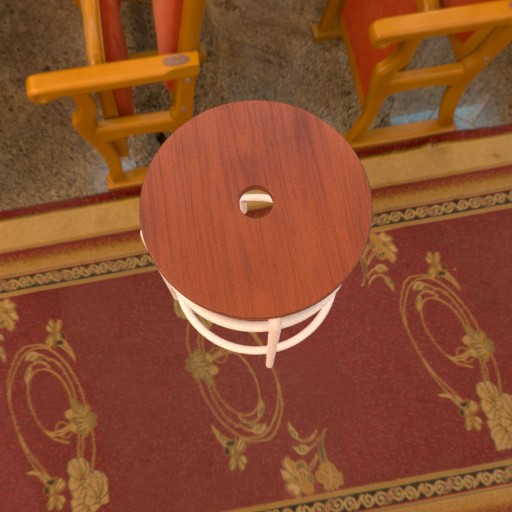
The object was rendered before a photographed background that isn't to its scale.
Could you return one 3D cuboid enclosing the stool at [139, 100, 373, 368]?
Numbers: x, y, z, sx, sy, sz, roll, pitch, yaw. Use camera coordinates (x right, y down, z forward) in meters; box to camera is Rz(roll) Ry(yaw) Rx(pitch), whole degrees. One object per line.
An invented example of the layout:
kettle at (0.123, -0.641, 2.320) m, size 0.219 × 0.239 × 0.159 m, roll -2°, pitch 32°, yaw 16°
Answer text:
stool at (0.000, 0.000, 0.929) m, size 0.455 × 0.610 × 0.455 m, roll -9°, pitch 75°, yaw -2°
